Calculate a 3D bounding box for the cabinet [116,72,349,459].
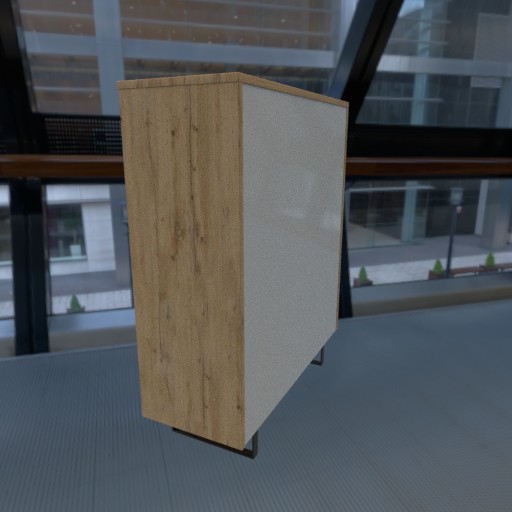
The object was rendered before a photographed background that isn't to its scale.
[{"bbox_3d":[0.000,0.000,2.029,0.473,1.397,1.168,7,16,26],"label":"cabinet"}]
